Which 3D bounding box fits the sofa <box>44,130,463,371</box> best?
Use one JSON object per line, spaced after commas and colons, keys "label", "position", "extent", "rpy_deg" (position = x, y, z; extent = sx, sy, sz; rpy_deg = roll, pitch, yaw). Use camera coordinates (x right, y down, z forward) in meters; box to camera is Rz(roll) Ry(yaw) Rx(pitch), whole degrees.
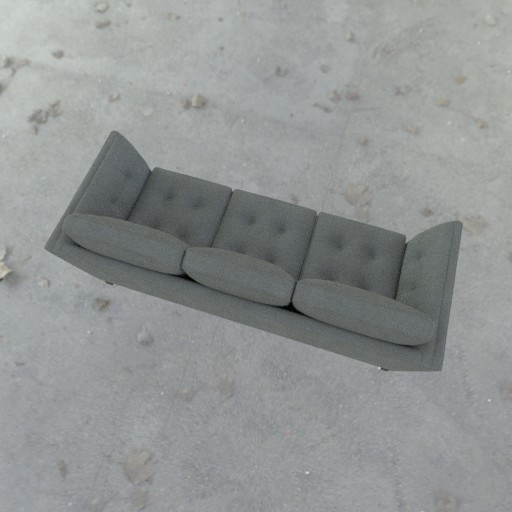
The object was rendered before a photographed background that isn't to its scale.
{"label": "sofa", "position": [0.000, 0.000, 2.979], "extent": [2.387, 0.940, 0.965], "rpy_deg": [16, 66, 8]}
